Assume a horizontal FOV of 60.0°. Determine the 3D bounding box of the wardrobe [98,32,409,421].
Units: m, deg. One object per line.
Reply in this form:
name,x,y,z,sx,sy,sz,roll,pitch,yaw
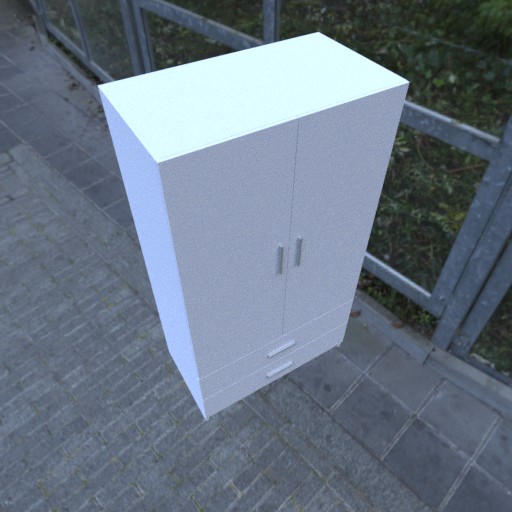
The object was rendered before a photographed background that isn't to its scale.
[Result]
wardrobe,0.000,0.000,2.263,0.991,1.808,0.577,-24,51,-21
